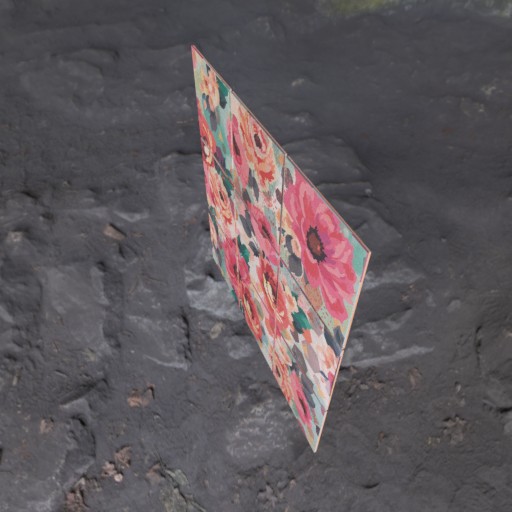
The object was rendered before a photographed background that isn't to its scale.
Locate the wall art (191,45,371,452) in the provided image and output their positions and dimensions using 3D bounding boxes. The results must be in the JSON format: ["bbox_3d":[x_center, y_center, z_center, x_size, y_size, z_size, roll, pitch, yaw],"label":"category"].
[{"bbox_3d":[0.000,0.000,2.237,0.013,1.519,1.521,-18,50,-16],"label":"wall art"}]
